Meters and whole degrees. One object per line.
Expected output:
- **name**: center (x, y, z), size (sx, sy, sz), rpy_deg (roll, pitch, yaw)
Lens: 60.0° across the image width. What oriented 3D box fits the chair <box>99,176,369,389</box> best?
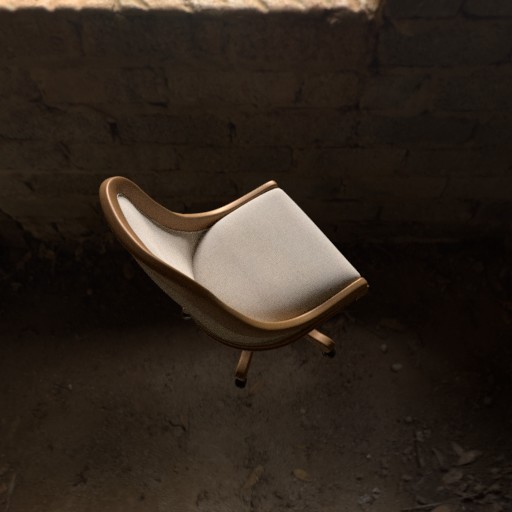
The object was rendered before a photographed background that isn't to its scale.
- **chair**: center (0.000, 0.000, 1.558), size (0.811, 1.009, 0.702), rpy_deg (-30, 63, -17)
